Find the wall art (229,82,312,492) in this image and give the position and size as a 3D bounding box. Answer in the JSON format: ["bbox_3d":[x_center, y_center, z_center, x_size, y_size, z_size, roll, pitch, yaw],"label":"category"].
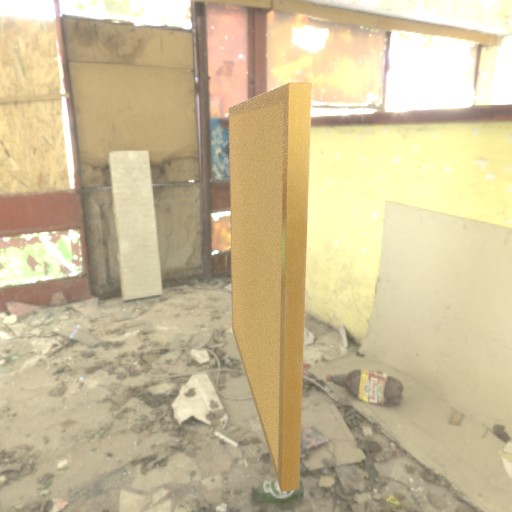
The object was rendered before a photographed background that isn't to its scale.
[{"bbox_3d":[0.000,0.000,1.140,0.037,0.760,0.762,-3,16,-10],"label":"wall art"}]
